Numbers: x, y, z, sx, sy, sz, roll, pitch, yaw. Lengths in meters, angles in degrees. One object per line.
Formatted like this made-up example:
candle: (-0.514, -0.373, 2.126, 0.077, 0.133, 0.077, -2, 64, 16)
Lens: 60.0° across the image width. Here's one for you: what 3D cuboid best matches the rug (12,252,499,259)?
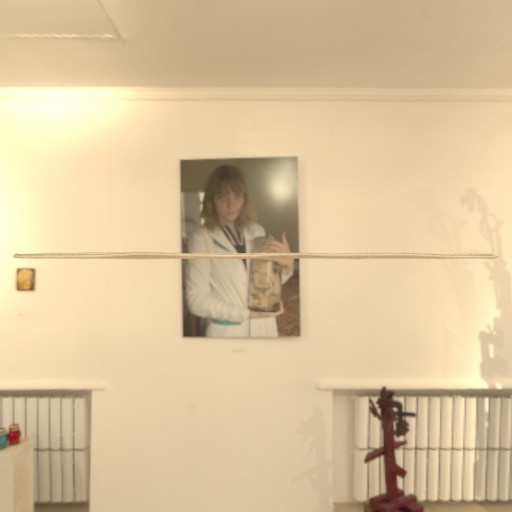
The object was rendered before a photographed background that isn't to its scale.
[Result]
rug: (0.000, 0.000, 2.569, 2.381, 0.036, 0.831, 0, -1, -1)
